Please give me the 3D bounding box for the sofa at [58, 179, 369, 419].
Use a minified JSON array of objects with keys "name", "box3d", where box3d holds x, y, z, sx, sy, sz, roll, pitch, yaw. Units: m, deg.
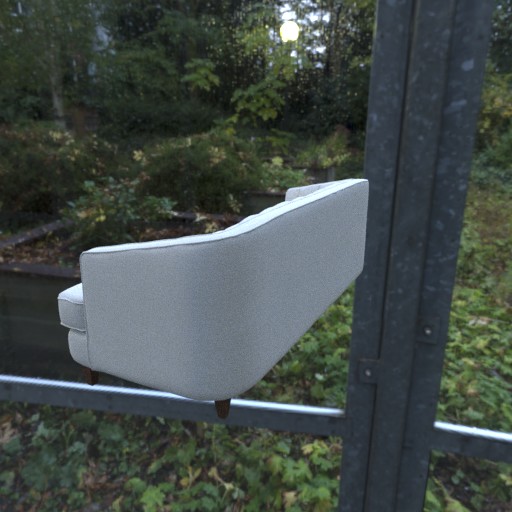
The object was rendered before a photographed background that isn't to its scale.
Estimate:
[{"name":"sofa","box3d":[0.000,0.000,2.793,0.941,0.855,2.278,9,19,27]}]
